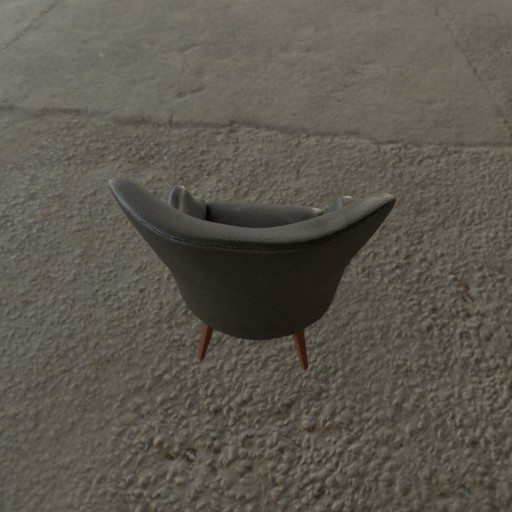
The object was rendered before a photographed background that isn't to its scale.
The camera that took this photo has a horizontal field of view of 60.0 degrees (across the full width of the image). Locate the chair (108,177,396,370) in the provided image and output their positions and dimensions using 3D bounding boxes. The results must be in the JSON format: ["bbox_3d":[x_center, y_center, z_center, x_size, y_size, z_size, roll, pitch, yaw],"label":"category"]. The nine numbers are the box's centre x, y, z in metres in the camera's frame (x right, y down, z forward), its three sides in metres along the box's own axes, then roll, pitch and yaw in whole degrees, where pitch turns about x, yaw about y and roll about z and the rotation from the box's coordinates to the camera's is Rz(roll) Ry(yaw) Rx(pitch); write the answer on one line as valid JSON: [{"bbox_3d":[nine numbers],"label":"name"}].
[{"bbox_3d":[0.000,0.000,1.732,0.819,1.068,0.954,4,47,4],"label":"chair"}]
